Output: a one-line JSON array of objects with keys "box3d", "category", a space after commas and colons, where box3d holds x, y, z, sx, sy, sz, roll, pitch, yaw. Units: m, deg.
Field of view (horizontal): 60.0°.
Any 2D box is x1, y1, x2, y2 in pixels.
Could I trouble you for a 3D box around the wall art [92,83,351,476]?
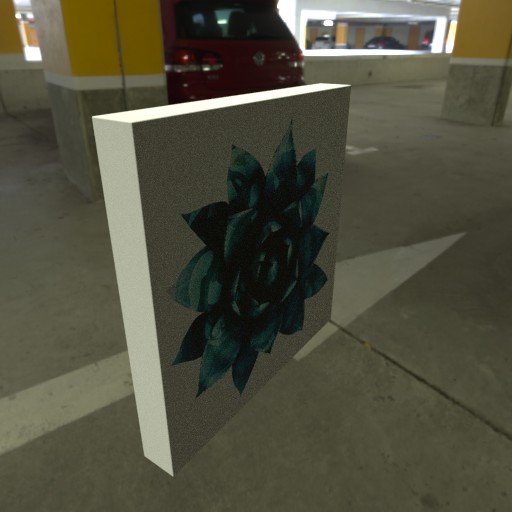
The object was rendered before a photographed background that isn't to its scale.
[{"box3d": [0.000, 0.000, 0.448, 0.038, 0.305, 0.305, 17, 31, 32], "category": "wall art"}]
